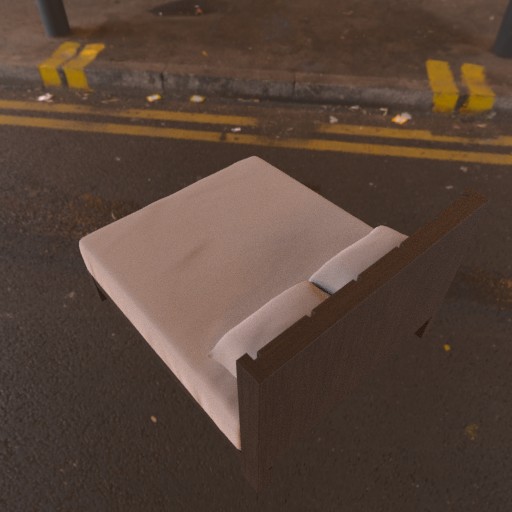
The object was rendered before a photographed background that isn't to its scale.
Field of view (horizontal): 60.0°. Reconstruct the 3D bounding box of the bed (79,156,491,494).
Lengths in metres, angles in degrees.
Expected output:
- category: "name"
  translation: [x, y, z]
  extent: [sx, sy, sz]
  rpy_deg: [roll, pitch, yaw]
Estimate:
- category: "bed"
  translation: [0.000, 0.000, 3.040]
  extent: [1.735, 1.261, 1.992]
  rpy_deg: [-32, 53, -28]
